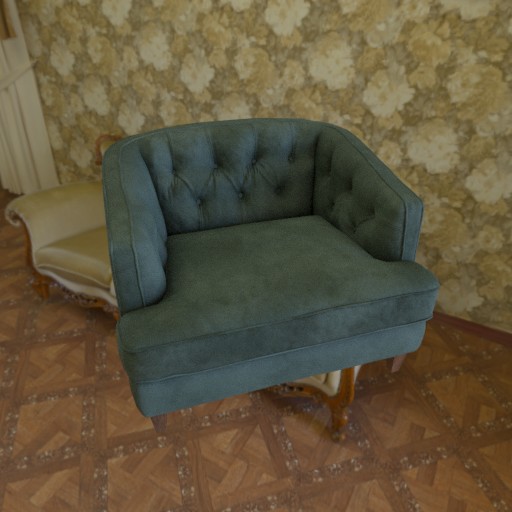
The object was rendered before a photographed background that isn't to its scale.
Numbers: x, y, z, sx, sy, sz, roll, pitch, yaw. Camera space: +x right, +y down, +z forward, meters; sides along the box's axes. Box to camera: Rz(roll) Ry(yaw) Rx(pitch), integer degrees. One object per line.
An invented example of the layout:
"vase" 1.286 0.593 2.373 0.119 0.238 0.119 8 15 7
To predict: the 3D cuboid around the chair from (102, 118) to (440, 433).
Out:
"chair" 0.000 0.000 1.766 1.104 0.852 0.941 -9 32 -15
